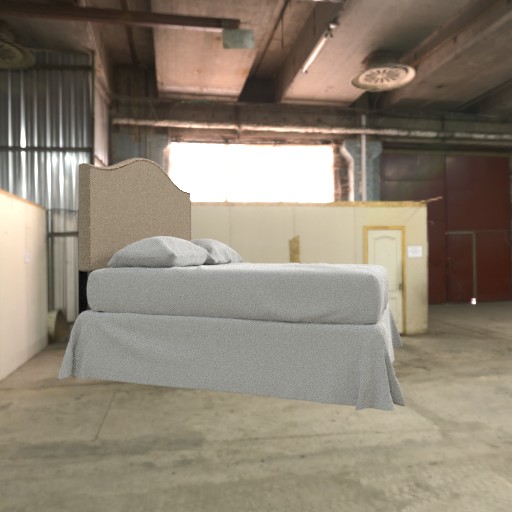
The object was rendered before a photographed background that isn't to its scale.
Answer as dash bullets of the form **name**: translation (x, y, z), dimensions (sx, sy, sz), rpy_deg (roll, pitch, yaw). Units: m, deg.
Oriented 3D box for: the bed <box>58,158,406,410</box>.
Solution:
- **bed**: translation (0.000, 0.000, 3.499), dimensions (2.221, 1.645, 1.876), rpy_deg (0, 1, 18)
